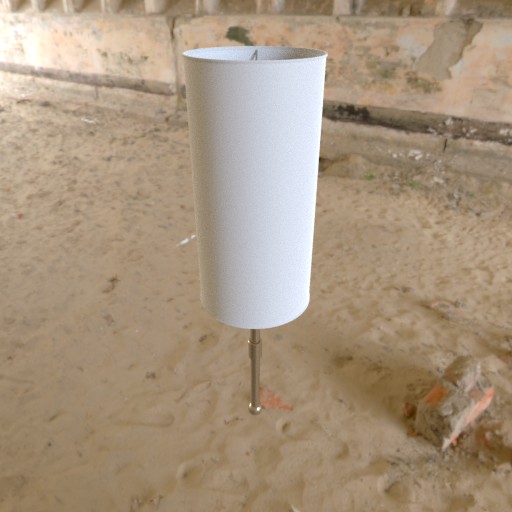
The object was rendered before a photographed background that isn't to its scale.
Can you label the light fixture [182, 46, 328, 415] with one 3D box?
[{"bbox_3d":[0.000,0.000,0.542,0.128,0.462,0.208,1,30,1],"label":"light fixture"}]
